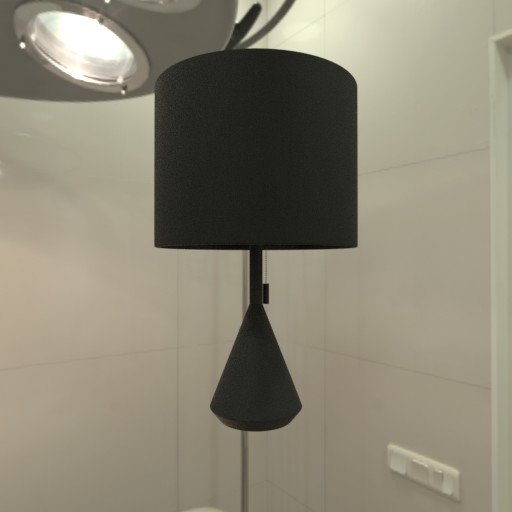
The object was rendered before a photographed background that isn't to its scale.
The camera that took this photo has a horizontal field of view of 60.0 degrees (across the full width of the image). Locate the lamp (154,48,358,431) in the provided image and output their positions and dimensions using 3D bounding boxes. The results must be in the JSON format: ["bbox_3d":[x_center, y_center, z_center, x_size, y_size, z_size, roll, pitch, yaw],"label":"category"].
[{"bbox_3d":[0.000,0.000,0.801,0.359,0.584,0.359,0,-1,-35],"label":"lamp"}]
